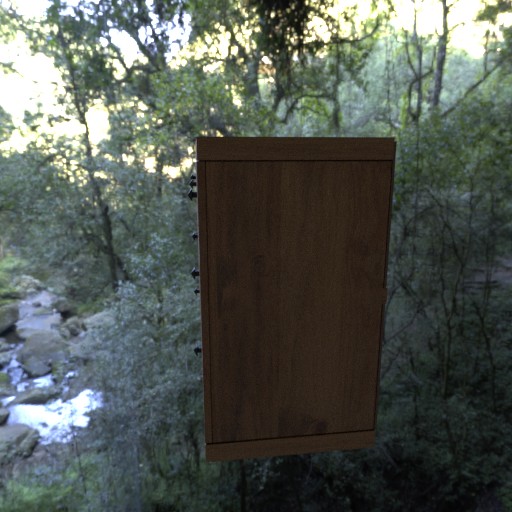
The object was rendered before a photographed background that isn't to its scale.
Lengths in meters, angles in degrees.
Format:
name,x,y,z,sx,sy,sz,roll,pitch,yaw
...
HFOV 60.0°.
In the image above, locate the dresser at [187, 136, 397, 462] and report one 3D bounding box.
name,x,y,z,sx,sy,sz,roll,pitch,yaw
dresser,0.000,0.000,1.663,0.479,0.825,1.261,-2,13,-7
